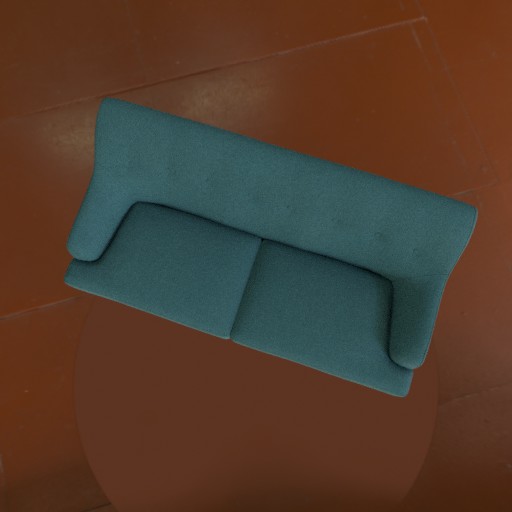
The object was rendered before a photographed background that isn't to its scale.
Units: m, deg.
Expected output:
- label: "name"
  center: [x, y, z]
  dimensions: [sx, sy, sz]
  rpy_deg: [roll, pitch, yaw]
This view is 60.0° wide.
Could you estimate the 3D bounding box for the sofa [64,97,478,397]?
- label: "sofa"
  center: [0.000, 0.000, 2.516]
  dimensions: [2.057, 0.871, 0.978]
  rpy_deg: [18, 76, 4]
